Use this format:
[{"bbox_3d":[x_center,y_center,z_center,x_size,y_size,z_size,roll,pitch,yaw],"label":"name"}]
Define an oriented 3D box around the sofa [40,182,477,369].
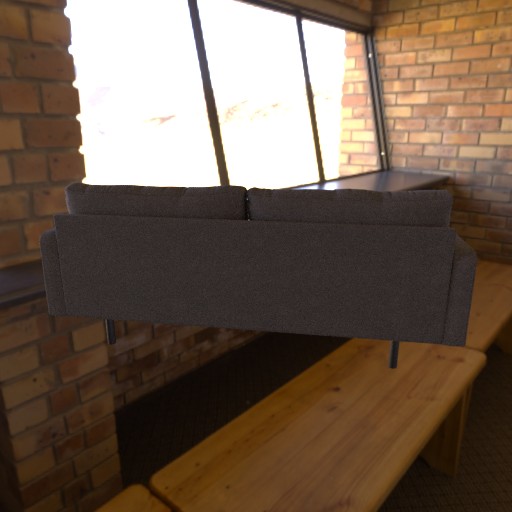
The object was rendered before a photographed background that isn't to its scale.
[{"bbox_3d":[0.000,0.000,2.539,2.100,0.880,0.880,3,17,9],"label":"sofa"}]
